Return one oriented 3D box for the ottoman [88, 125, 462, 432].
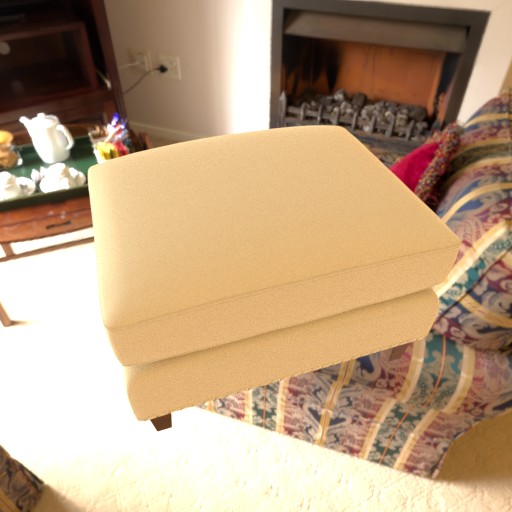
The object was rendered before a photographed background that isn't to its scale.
[{"bbox_3d":[0.000,0.000,1.153,0.741,0.513,0.584,-13,44,-13],"label":"ottoman"}]
